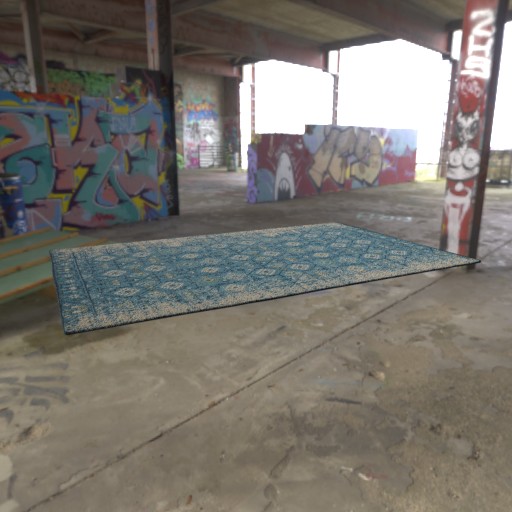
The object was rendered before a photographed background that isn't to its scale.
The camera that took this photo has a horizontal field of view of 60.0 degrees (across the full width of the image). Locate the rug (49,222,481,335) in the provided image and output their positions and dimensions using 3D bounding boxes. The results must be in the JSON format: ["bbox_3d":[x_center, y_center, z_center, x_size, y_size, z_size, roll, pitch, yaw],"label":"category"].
[{"bbox_3d":[0.000,0.000,2.928,2.449,0.015,1.530,-7,16,-25],"label":"rug"}]
